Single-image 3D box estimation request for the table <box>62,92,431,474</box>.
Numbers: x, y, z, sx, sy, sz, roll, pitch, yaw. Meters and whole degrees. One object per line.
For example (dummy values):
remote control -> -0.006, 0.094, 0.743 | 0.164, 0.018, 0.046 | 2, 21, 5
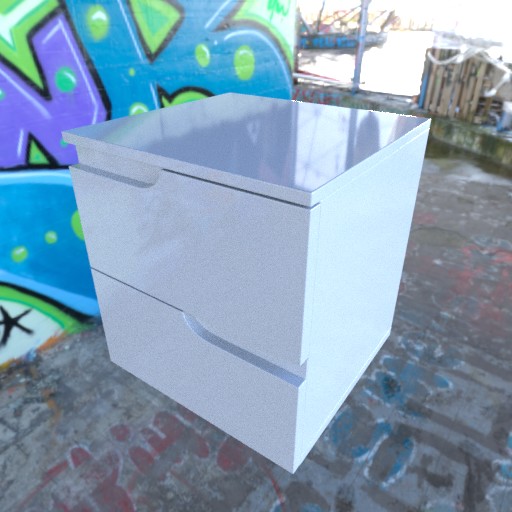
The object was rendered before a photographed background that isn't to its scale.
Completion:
table -> 0.000, 0.000, 0.805 | 0.420, 0.470, 0.400 | 19, 35, 30
